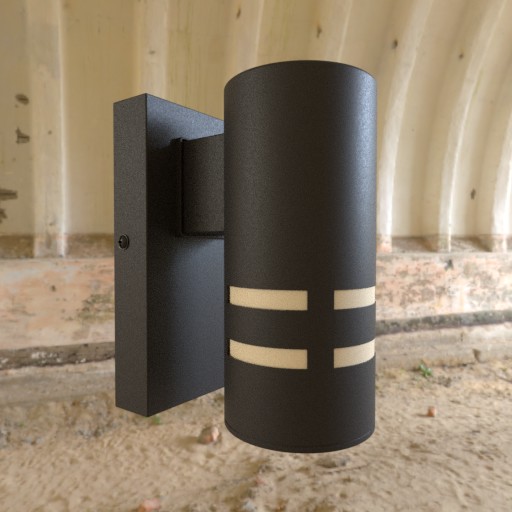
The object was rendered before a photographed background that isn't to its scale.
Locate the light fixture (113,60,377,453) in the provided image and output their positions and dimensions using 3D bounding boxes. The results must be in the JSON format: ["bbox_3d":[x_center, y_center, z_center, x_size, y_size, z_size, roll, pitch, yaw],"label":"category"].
[{"bbox_3d":[0.000,0.000,0.256,0.138,0.179,0.098,1,2,36],"label":"light fixture"}]
